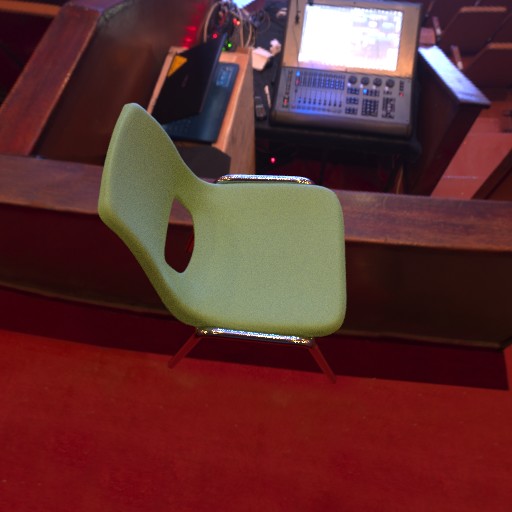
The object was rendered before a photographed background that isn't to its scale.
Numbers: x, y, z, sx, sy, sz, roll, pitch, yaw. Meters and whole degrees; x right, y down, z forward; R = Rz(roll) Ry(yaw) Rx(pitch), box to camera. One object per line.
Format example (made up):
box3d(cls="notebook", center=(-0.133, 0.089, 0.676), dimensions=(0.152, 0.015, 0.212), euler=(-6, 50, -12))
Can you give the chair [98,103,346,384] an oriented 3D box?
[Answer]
box3d(cls="chair", center=(0.000, 0.000, 0.924), dimensions=(0.436, 0.653, 0.381), euler=(3, 64, 2))
